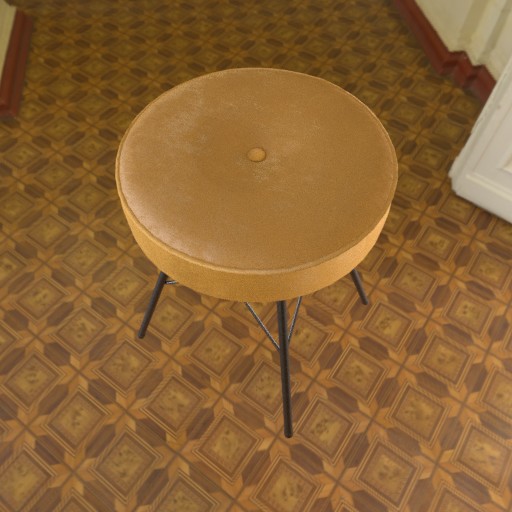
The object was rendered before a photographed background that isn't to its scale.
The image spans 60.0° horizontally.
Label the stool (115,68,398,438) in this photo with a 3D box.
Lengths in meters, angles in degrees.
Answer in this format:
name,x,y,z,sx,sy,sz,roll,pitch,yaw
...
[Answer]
name,x,y,z,sx,sy,sz,roll,pitch,yaw
stool,0.000,0.000,0.906,0.472,0.595,0.438,31,62,18
